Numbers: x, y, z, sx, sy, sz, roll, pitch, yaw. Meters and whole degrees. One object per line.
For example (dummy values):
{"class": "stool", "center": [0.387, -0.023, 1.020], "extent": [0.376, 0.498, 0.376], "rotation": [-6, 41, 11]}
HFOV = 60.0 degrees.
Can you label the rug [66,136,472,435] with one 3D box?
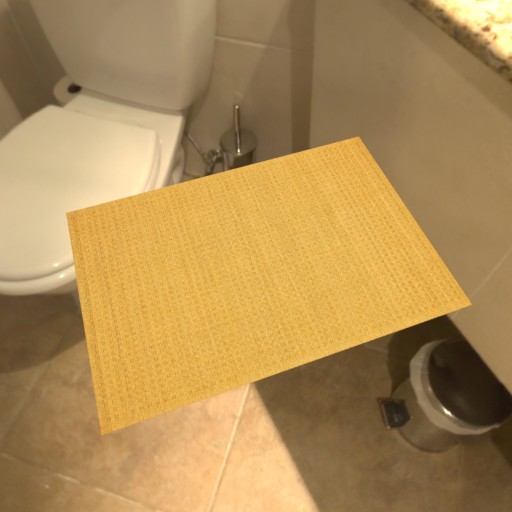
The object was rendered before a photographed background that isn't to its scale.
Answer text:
{"class": "rug", "center": [0.000, 0.000, 3.719], "extent": [2.895, 0.006, 1.981], "rotation": [-17, 60, -10]}
